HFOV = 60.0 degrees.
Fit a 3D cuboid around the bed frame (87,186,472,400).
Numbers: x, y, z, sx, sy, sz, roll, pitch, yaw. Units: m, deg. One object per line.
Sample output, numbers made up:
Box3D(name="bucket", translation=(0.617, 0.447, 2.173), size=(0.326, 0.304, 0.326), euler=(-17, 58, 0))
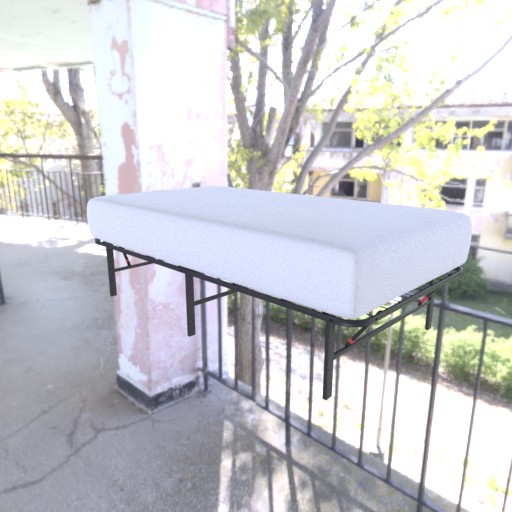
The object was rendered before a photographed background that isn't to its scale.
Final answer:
Box3D(name="bed frame", translation=(0.000, 0.000, 2.438), size=(1.908, 0.640, 1.025), euler=(14, 20, 43))
